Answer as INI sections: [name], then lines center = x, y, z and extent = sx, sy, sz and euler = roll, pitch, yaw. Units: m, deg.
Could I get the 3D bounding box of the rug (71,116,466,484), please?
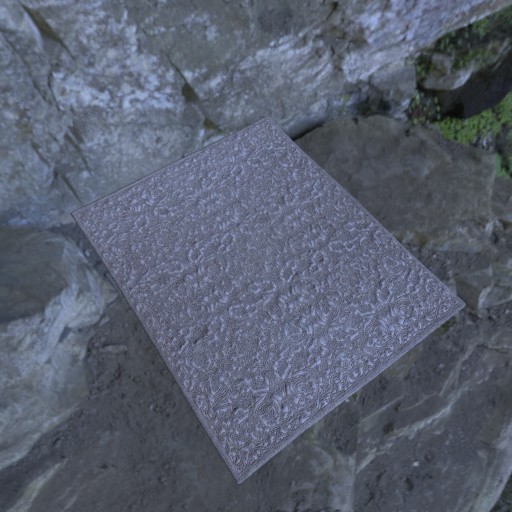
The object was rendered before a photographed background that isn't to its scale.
[rug]
center = 0.000, 0.000, 4.224
extent = 2.472, 0.035, 3.017
euler = -31, 64, -18
